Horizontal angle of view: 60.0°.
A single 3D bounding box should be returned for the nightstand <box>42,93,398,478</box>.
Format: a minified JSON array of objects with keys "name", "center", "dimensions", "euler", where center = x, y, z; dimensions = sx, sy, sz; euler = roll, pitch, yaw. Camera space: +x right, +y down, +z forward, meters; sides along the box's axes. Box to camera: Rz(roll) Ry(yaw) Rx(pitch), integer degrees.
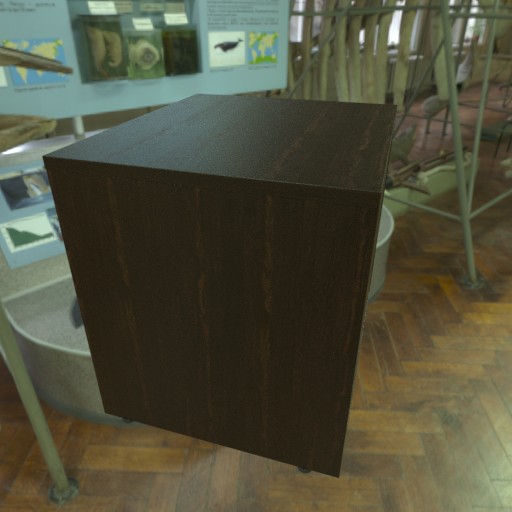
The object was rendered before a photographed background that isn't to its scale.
[{"name":"nightstand","center":[0.000,0.000,0.839],"dimensions":[0.427,0.487,0.489],"euler":[9,31,15]}]
